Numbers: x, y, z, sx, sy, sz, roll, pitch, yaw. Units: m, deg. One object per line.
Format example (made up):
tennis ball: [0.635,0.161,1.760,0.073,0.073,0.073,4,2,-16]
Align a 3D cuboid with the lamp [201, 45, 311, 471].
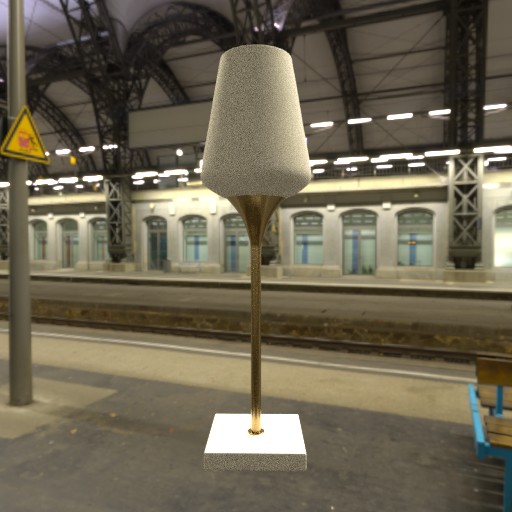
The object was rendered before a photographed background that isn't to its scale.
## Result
lamp: [0.000,0.000,0.731,0.181,0.639,0.181,0,1,1]
